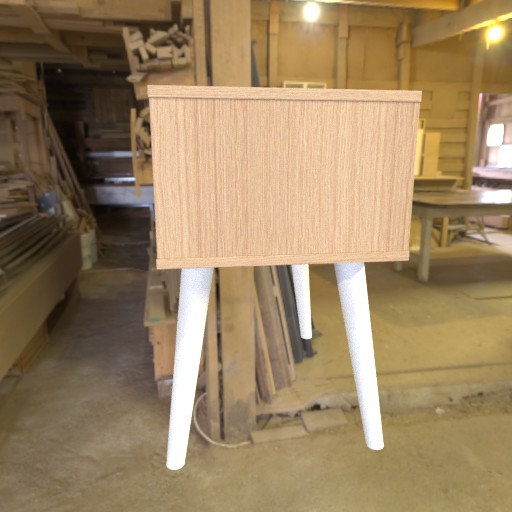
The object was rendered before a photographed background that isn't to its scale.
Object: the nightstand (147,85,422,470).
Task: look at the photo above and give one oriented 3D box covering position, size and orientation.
[{"bbox_3d":[0.000,0.000,0.960,0.407,0.610,0.571,-2,13,-8],"label":"nightstand"}]
